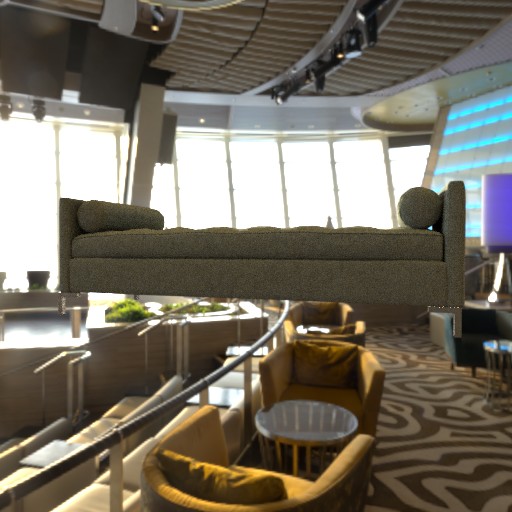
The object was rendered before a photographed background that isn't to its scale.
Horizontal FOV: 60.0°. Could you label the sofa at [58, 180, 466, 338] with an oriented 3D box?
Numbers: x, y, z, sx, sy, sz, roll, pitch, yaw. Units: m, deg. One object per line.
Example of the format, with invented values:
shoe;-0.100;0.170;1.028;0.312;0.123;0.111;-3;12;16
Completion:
sofa;0.000;0.000;2.528;2.102;0.657;0.797;0;1;18
